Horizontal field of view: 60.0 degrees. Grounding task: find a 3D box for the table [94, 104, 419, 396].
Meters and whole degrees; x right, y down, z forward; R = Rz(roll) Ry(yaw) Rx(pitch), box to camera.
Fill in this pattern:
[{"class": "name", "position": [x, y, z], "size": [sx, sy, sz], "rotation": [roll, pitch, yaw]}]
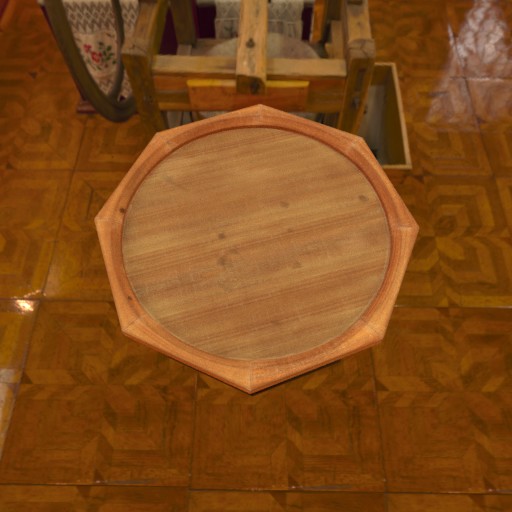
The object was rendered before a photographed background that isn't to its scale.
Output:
[{"class": "table", "position": [0.000, 0.000, 1.558], "size": [1.002, 0.444, 1.002], "rotation": [0, 63, 0]}]
